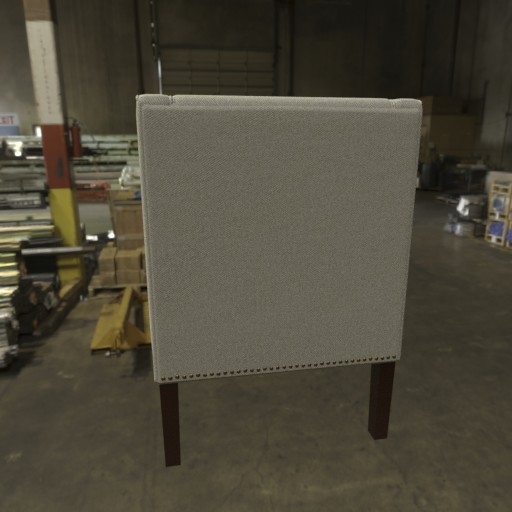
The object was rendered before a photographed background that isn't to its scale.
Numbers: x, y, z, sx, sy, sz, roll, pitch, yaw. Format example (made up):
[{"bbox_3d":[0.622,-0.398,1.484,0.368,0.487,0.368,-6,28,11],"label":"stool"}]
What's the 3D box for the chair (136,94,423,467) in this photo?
[{"bbox_3d":[0.000,0.000,1.370,0.628,0.872,0.748,-3,15,-10],"label":"chair"}]
